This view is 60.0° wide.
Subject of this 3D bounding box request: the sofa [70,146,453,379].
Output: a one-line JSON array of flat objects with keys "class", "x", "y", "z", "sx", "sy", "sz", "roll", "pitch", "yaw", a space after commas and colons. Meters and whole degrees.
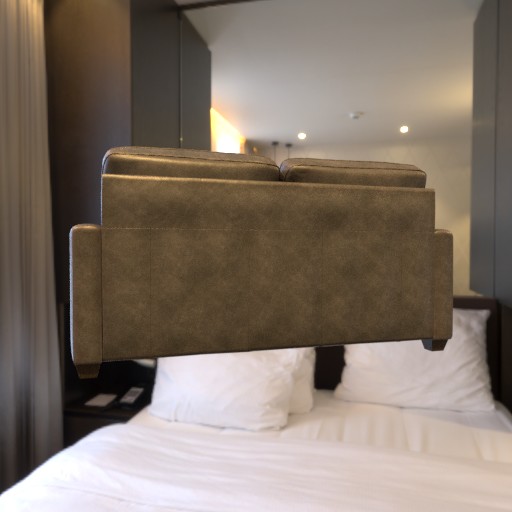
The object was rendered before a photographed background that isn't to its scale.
[{"class": "sofa", "x": 0.000, "y": 0.000, "z": 2.327, "sx": 1.732, "sy": 0.916, "sz": 0.939, "roll": 0, "pitch": 1, "yaw": -16}]
